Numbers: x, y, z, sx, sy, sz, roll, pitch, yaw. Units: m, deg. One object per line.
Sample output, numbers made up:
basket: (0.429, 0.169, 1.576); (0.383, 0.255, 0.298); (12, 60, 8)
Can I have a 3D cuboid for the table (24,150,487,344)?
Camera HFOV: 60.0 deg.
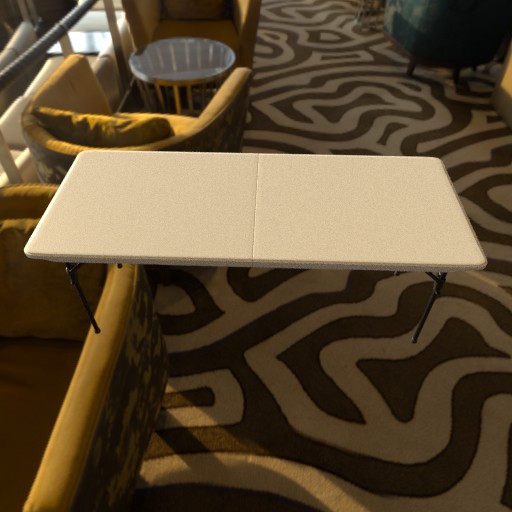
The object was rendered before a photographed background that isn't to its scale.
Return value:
table: (0.000, 0.000, 2.238); (1.829, 0.719, 0.761); (1, 46, 1)
